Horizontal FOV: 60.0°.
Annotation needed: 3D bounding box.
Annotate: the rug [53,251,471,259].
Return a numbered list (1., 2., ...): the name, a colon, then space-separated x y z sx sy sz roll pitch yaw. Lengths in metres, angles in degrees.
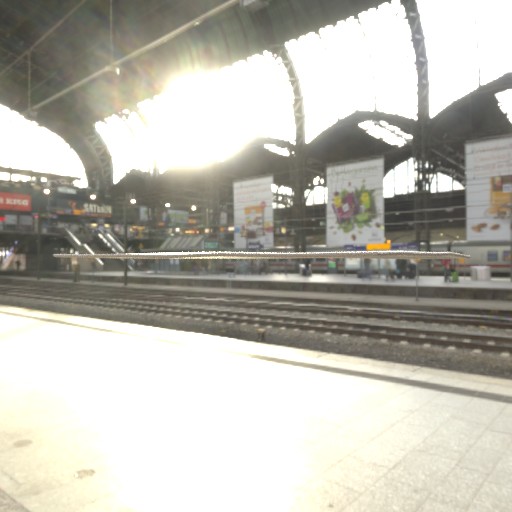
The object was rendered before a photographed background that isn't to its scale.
1. rug: 0.000 0.000 2.337 1.829 0.034 1.252 -1 -1 37
